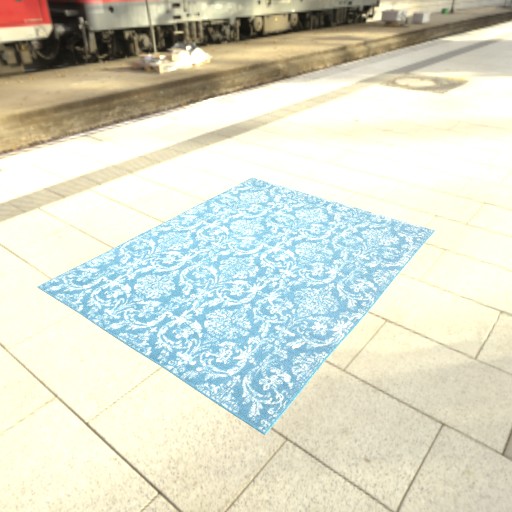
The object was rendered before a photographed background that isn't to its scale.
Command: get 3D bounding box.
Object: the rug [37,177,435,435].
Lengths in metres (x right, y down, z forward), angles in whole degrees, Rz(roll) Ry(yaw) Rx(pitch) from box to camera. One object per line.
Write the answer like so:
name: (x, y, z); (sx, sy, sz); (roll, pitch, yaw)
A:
rug: (0.000, 0.000, 4.126); (2.363, 0.012, 2.980); (22, 38, 30)
